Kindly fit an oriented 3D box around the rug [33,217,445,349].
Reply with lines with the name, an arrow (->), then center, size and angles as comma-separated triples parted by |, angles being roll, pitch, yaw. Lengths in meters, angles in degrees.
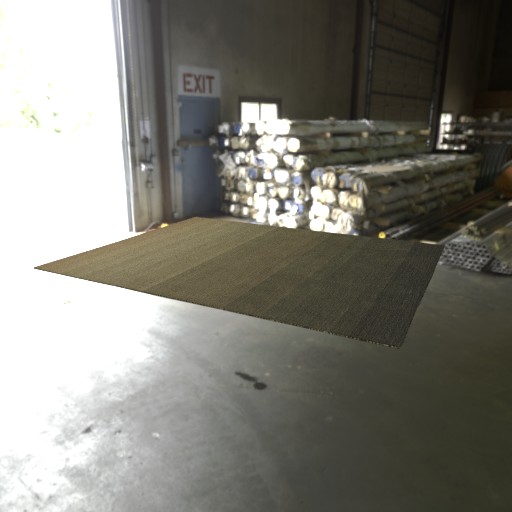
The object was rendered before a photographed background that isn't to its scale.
rug -> 0.000, 0.000, 3.964 | 2.932, 0.015, 2.315 | 8, 19, 26
